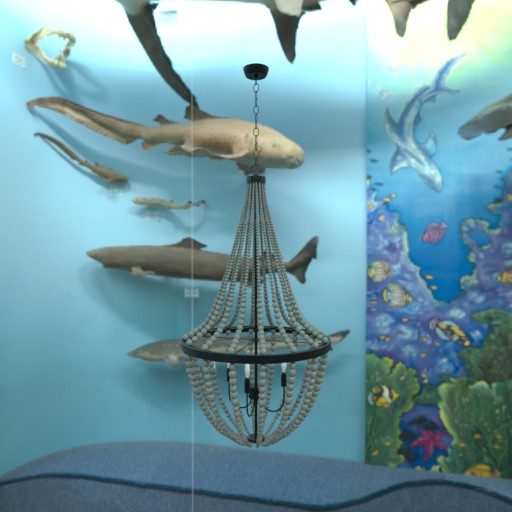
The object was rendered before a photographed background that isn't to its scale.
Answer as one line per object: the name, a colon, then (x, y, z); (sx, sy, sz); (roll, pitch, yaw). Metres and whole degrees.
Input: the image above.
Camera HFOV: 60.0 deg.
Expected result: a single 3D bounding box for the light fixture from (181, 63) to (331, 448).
light fixture: (0.000, 0.000, 1.347); (0.450, 1.133, 0.450); (0, 1, 0)
